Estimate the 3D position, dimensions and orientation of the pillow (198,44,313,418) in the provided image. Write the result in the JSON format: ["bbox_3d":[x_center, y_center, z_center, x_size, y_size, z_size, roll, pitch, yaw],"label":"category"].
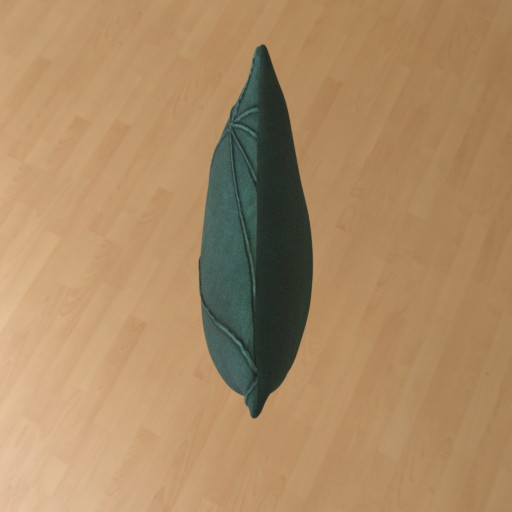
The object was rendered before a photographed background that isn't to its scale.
[{"bbox_3d":[0.000,0.000,0.692,0.184,0.440,0.439,1,76,0],"label":"pillow"}]
